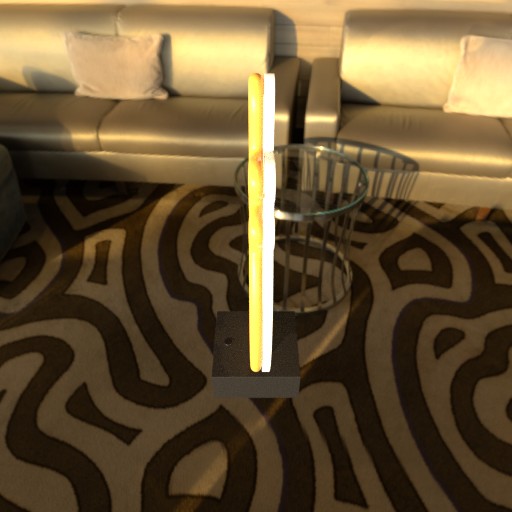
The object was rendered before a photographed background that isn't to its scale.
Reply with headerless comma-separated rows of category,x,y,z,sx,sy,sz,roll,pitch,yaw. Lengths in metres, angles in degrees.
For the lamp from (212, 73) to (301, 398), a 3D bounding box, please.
lamp,0.000,0.000,0.394,0.088,0.317,0.167,0,41,0
